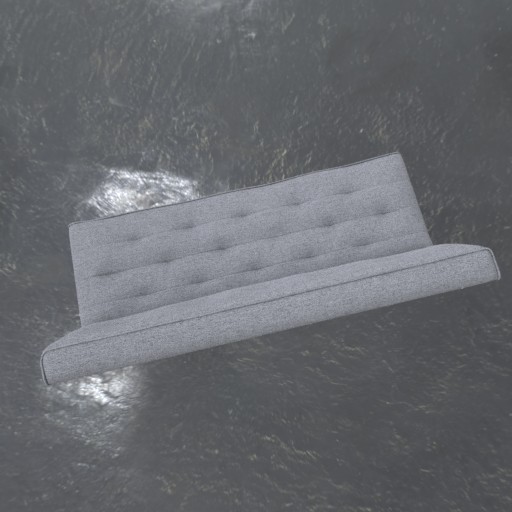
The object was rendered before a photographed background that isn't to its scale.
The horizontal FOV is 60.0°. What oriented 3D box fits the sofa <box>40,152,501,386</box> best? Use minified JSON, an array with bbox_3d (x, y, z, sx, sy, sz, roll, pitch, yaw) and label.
[{"bbox_3d":[0.000,0.000,2.171,1.820,0.830,0.810,-13,76,-3],"label":"sofa"}]
